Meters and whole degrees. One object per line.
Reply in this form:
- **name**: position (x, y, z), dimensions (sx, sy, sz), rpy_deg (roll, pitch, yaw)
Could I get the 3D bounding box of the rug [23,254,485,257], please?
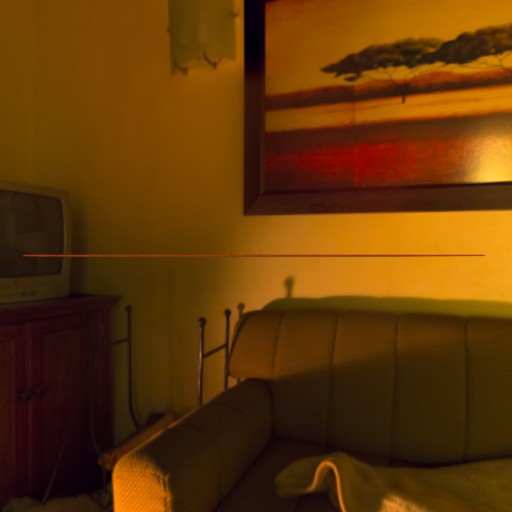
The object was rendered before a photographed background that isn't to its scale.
- **rug**: position (0.000, 0.000, 3.954), dimensions (2.929, 0.012, 2.300), rpy_deg (0, 0, 2)
